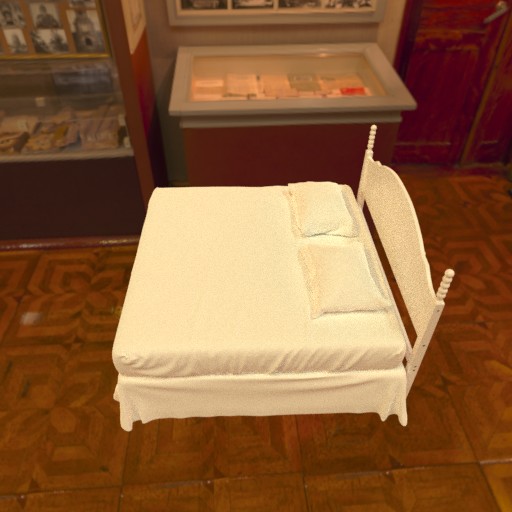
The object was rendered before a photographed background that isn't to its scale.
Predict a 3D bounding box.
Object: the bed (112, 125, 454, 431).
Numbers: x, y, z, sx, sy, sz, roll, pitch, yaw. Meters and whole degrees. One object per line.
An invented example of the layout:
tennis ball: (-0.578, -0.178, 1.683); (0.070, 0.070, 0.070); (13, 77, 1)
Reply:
bed: (0.000, 0.000, 3.615); (2.219, 1.355, 2.322); (-1, 41, -1)
